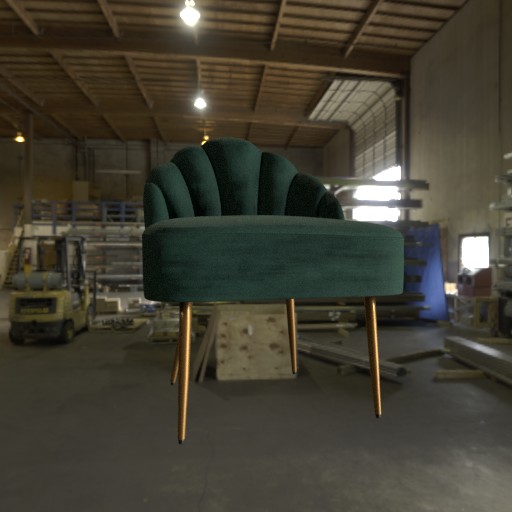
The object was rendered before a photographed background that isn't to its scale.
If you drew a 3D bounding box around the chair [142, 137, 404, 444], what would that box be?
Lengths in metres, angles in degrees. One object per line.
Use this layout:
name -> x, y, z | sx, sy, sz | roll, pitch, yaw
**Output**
chair -> 0.000, 0.000, 1.269 | 0.657, 0.819, 0.599 | 0, 0, -18
